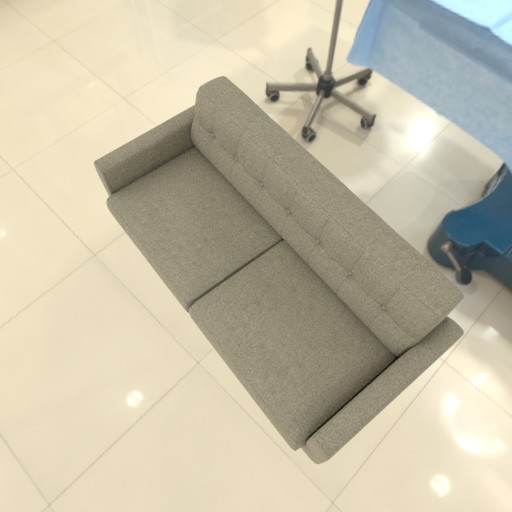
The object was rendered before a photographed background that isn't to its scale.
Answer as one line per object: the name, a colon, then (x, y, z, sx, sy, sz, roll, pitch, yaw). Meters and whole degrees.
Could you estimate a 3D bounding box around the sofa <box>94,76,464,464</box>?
sofa: (0.000, 0.000, 2.514, 0.968, 0.873, 2.055, -35, 68, -17)
